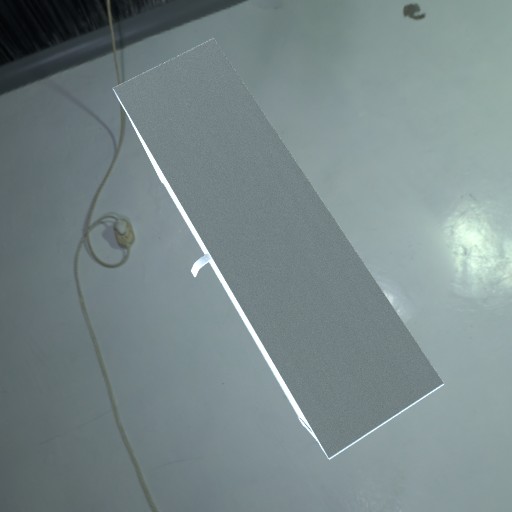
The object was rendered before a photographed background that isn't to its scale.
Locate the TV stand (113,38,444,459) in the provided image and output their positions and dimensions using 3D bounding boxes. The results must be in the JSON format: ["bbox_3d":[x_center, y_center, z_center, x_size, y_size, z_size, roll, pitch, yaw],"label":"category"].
[{"bbox_3d":[0.000,0.000,1.513,0.424,0.624,1.187,-30,78,-7],"label":"TV stand"}]
